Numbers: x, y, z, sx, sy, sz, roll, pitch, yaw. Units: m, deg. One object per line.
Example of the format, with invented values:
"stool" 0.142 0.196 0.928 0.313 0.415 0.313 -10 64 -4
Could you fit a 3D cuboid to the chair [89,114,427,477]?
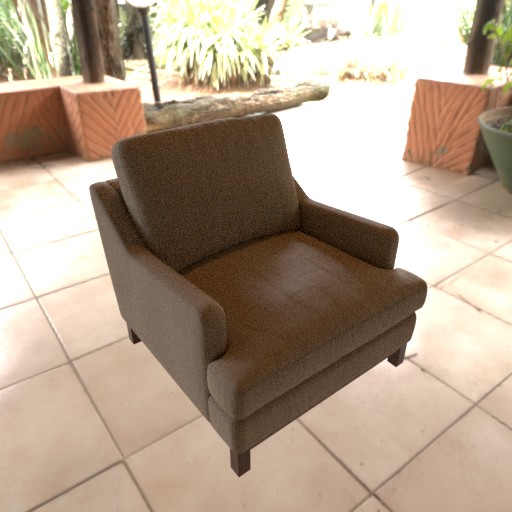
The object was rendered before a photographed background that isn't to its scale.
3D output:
"chair" 0.000 0.000 1.731 0.912 0.916 1.001 -21 36 -32
